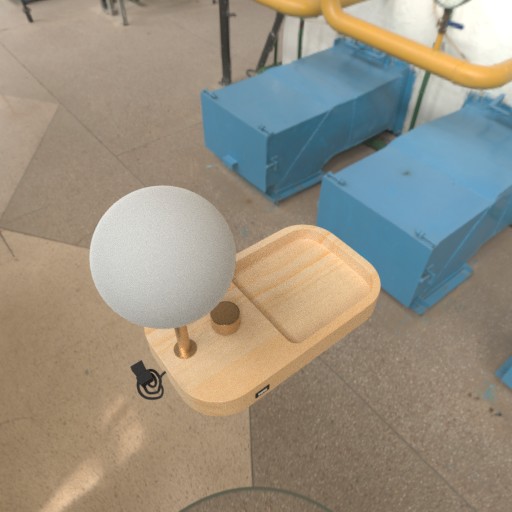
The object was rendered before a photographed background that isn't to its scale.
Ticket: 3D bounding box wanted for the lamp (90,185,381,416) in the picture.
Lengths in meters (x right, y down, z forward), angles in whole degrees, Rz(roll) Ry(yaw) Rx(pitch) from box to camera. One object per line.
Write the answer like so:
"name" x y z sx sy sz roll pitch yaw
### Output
"lamp" 0.000 0.000 0.481 0.331 0.253 0.173 -29 53 -25
